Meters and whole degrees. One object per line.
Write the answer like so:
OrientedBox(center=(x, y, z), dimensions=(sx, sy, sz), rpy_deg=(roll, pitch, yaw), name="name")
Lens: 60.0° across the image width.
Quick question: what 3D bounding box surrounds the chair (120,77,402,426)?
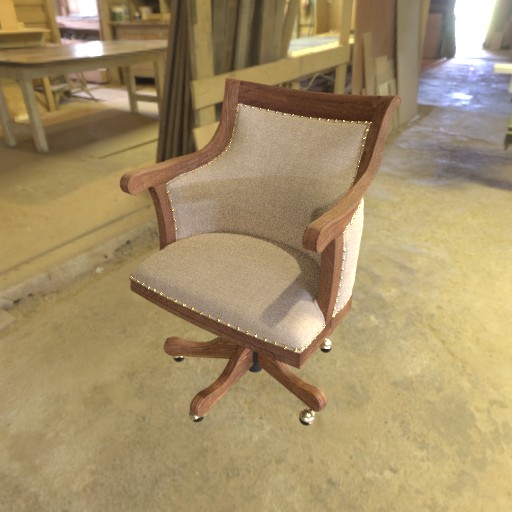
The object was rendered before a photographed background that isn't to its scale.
OrientedBox(center=(0.000, 0.000, 1.419), dimensions=(0.656, 0.965, 0.689), rpy_deg=(19, 35, 29), name="chair")
